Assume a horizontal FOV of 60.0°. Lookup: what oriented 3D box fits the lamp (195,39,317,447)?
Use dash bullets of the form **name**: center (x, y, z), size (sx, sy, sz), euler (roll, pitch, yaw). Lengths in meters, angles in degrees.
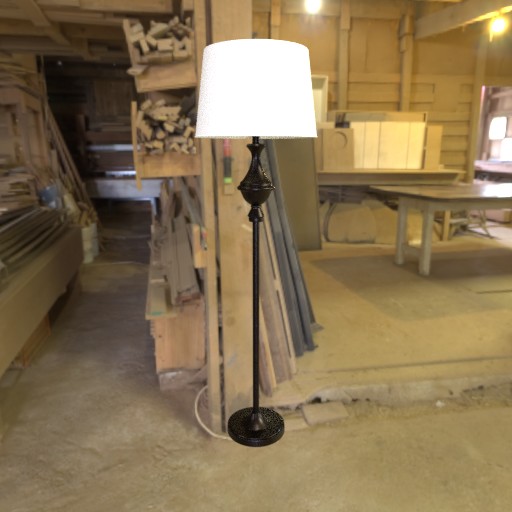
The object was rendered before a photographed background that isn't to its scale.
- **lamp**: center (0.000, 0.000, 1.676), size (0.431, 1.484, 0.431), euler (0, 14, 0)
